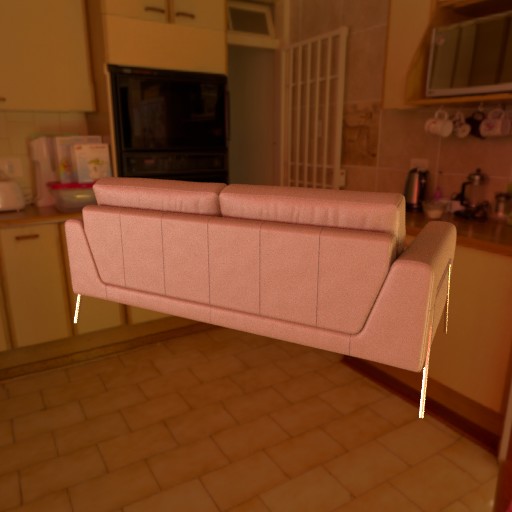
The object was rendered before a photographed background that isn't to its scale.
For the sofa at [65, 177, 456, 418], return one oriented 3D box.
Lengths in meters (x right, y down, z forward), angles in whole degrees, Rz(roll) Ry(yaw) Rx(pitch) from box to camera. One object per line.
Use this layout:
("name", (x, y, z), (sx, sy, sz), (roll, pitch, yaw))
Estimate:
("sofa", (0.000, 0.000, 2.521), (2.017, 0.875, 0.953), (8, 17, 27))
